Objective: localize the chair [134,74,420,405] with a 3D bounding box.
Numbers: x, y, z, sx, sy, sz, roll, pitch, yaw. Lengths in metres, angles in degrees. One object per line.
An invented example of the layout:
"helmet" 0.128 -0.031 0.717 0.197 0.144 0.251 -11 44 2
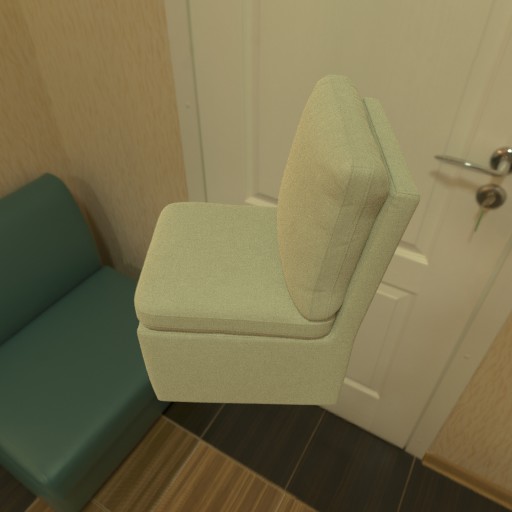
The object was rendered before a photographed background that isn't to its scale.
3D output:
"chair" 0.000 0.000 1.348 0.698 0.927 0.503 1 43 1
